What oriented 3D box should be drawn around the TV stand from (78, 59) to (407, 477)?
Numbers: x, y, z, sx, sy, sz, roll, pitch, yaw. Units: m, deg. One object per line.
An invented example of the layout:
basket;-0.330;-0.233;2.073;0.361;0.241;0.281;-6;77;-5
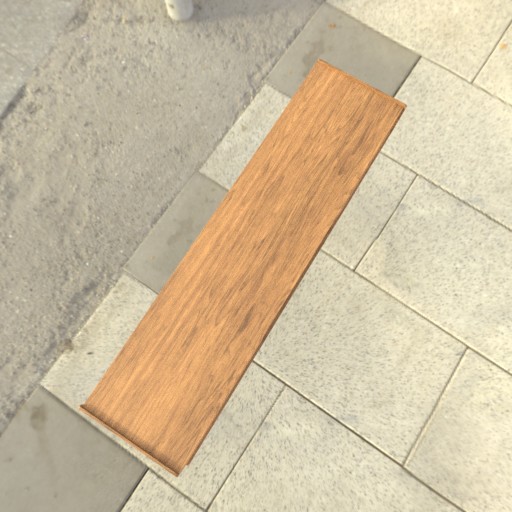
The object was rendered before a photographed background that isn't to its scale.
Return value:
TV stand;0.000;0.000;2.018;0.467;0.415;1.796;31;78;7
